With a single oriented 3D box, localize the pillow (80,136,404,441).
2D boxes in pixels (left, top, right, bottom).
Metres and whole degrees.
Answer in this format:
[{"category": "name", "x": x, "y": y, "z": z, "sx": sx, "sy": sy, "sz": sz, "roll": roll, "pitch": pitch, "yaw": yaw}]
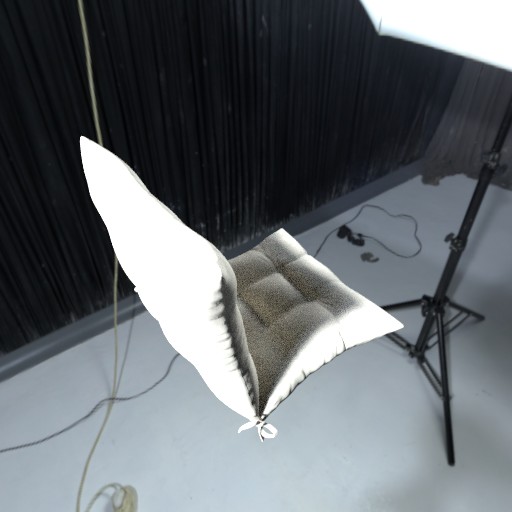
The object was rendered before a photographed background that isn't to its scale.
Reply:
[{"category": "pillow", "x": 0.000, "y": 0.000, "z": 1.015, "sx": 0.585, "sy": 0.536, "sz": 0.541, "roll": -26, "pitch": 47, "yaw": -27}]
